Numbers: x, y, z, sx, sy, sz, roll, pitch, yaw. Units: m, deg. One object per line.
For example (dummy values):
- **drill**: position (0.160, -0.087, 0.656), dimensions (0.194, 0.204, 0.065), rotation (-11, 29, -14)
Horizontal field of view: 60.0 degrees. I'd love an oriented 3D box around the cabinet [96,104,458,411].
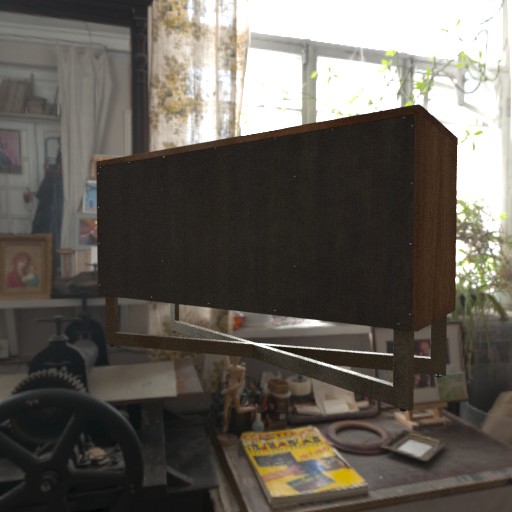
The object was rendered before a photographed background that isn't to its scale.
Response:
- **cabinet**: position (0.000, 0.000, 1.736), dimensions (1.373, 0.812, 0.480), rotation (1, 2, 36)
